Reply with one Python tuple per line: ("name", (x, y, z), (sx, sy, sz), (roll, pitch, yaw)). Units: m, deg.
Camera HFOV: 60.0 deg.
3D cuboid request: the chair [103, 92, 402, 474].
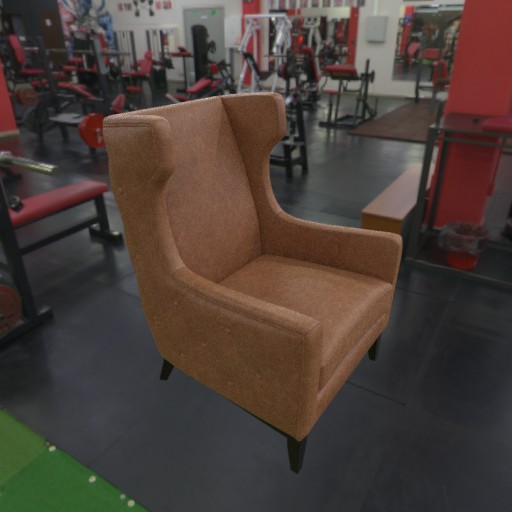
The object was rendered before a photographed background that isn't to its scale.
("chair", (0.000, 0.000, 1.670), (0.899, 1.079, 0.766), (18, 32, 30))
